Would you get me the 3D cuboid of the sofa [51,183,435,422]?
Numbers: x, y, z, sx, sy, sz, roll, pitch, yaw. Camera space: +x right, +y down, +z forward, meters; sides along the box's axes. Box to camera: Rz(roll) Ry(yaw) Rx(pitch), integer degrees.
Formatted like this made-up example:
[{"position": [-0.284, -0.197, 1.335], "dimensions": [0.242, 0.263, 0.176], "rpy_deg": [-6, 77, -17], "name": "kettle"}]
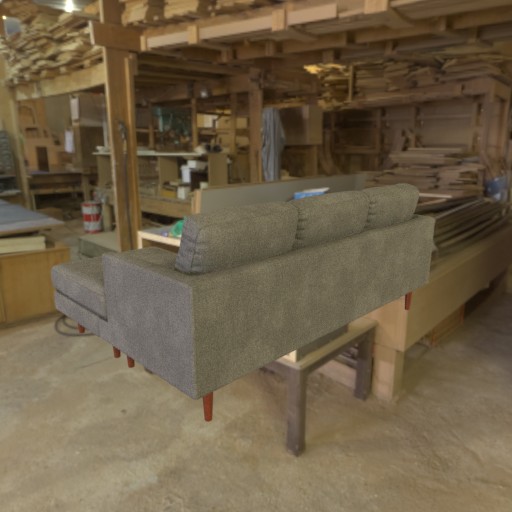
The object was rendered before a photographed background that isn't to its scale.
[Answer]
[{"position": [0.000, 0.000, 3.054], "dimensions": [2.233, 0.956, 1.504], "rpy_deg": [-14, 21, -43], "name": "sofa"}]
